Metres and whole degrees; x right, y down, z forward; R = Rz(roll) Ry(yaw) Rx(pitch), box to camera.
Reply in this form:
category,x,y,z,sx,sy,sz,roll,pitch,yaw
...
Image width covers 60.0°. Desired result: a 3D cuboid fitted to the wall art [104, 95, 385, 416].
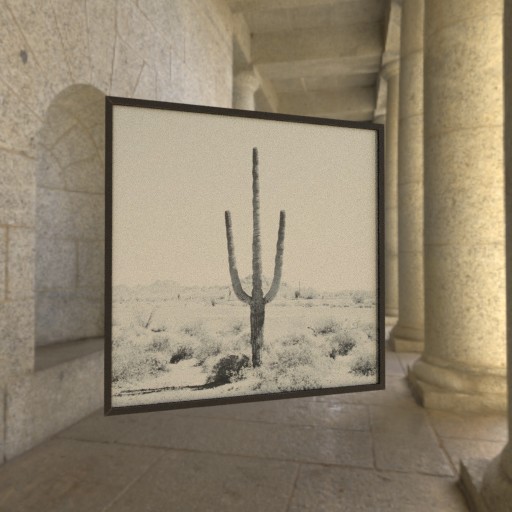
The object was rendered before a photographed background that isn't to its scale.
category,x,y,z,sx,sy,sz,roll,pitch,yaw
wall art,0.000,0.000,1.180,0.762,0.762,0.038,0,-1,-17
